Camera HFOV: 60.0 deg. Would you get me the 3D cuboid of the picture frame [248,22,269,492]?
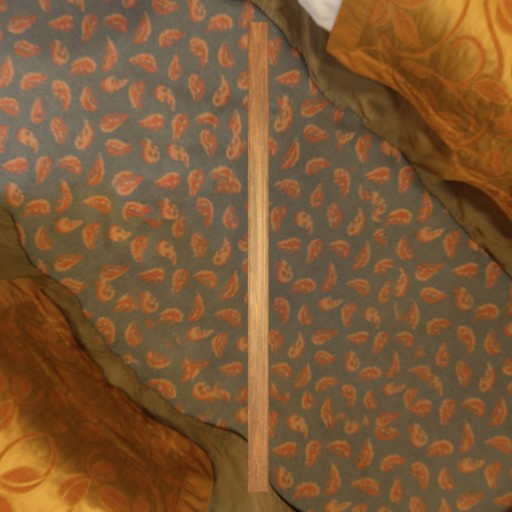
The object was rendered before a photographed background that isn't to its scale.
[{"bbox_3d":[0.000,0.000,0.756,0.025,0.457,0.559,0,91,-1],"label":"picture frame"}]
